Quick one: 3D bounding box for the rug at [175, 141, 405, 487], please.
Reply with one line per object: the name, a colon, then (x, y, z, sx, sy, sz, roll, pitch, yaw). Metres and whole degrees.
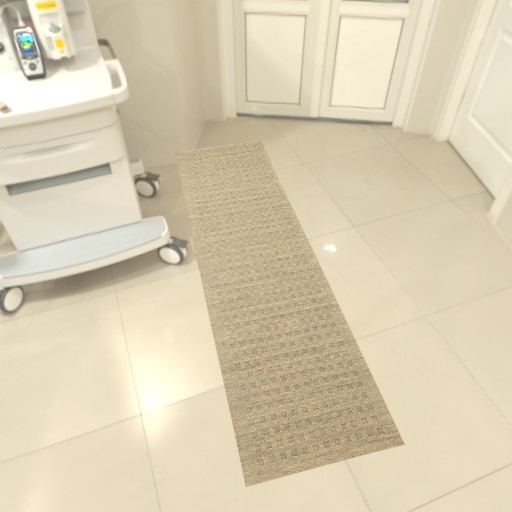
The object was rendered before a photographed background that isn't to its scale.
rug: (0.000, 0.000, 2.626, 0.688, 0.005, 2.437, -10, 47, -10)
